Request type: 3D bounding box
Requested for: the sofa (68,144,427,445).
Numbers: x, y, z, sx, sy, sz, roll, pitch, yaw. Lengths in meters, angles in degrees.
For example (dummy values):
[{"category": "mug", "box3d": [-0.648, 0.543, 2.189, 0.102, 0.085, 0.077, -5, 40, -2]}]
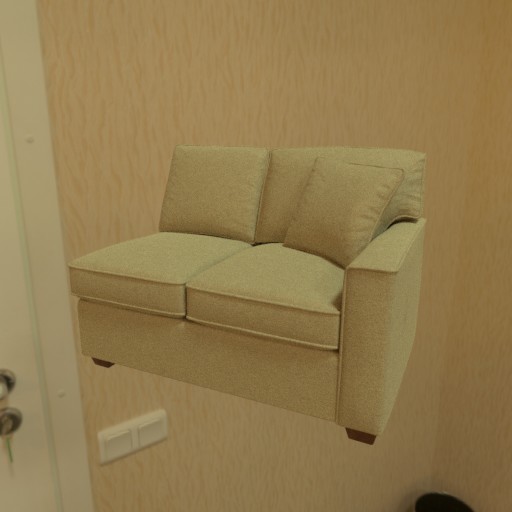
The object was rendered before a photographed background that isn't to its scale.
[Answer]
[{"category": "sofa", "box3d": [0.000, 0.000, 2.043, 1.388, 0.989, 0.991, 7, 16, 25]}]
